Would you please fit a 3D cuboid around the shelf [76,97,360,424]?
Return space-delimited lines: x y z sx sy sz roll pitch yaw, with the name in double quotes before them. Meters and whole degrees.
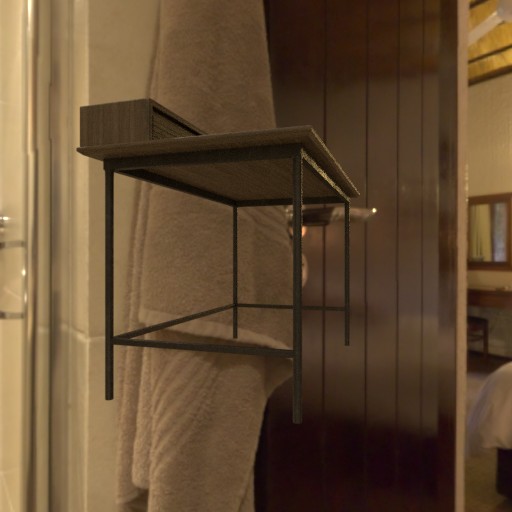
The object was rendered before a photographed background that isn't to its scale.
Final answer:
"shelf" 0.000 0.000 1.742 0.685 0.865 1.212 0 0 19
